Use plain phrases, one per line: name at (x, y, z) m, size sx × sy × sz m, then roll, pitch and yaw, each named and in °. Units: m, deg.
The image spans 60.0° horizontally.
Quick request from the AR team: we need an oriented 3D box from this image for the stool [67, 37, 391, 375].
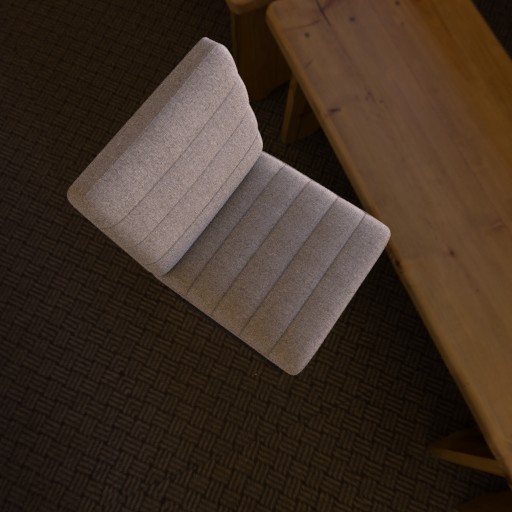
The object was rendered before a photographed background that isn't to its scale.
stool at (0.000, 0.000, 1.318) m, size 0.571 × 1.034 × 0.459 m, roll 35°, pitch 78°, yaw 9°
